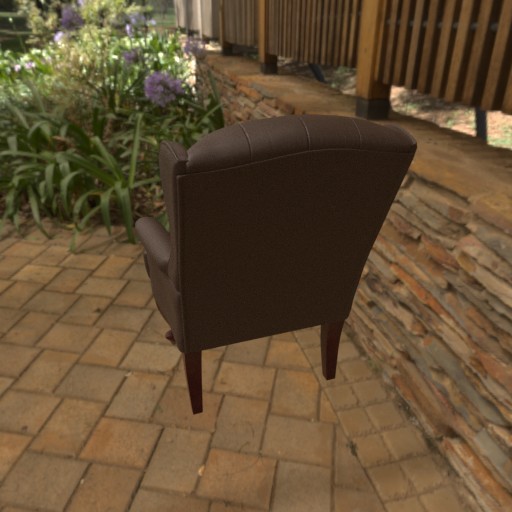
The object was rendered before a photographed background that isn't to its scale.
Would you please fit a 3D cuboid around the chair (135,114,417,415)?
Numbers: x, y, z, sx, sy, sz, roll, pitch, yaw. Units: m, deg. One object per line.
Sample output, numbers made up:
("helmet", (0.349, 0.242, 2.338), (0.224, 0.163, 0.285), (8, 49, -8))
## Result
("chair", (0.000, 0.000, 1.666), (0.829, 1.132, 0.819), (-9, 29, -17))
